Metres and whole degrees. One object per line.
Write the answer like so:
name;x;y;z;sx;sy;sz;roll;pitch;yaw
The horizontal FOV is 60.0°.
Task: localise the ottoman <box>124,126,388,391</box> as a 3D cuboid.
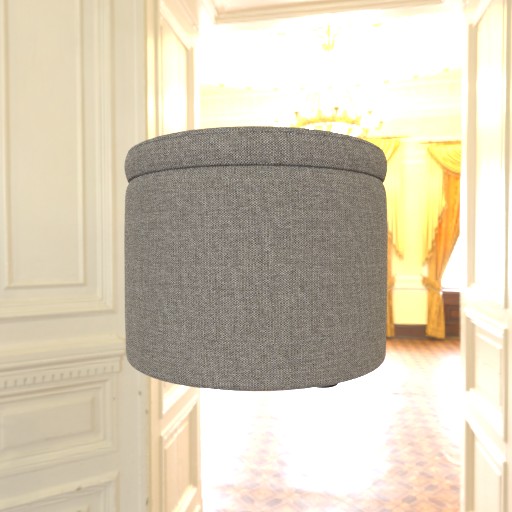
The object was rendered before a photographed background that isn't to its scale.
ottoman;0.000;0.000;0.914;0.520;0.430;0.520;0;1;0
